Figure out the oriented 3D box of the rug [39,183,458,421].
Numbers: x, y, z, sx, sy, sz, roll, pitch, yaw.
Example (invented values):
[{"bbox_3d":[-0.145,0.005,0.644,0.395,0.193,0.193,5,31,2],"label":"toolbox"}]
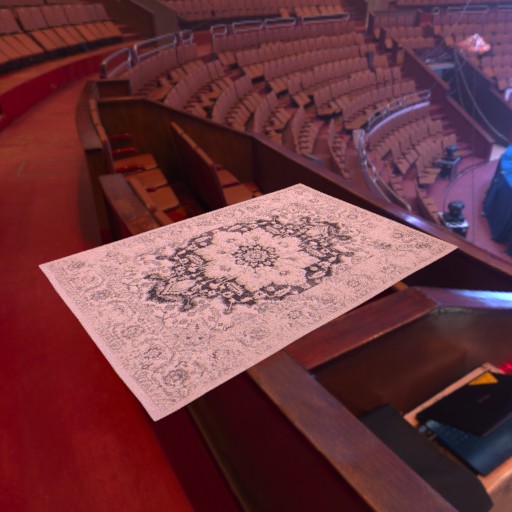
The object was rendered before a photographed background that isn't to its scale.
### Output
[{"bbox_3d":[0.000,0.000,2.291,1.813,0.008,1.223,-22,37,-33],"label":"rug"}]
